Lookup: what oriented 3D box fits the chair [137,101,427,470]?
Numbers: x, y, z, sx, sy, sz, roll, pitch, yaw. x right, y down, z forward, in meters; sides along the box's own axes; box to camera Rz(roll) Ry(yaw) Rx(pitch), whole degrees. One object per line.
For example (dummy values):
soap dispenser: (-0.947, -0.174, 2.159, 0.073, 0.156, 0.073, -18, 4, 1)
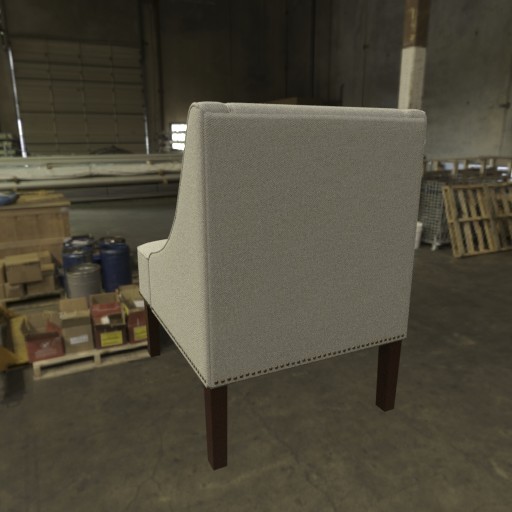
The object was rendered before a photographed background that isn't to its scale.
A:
chair: (0.000, 0.000, 1.420, 0.628, 0.872, 0.748, -7, 17, -25)
